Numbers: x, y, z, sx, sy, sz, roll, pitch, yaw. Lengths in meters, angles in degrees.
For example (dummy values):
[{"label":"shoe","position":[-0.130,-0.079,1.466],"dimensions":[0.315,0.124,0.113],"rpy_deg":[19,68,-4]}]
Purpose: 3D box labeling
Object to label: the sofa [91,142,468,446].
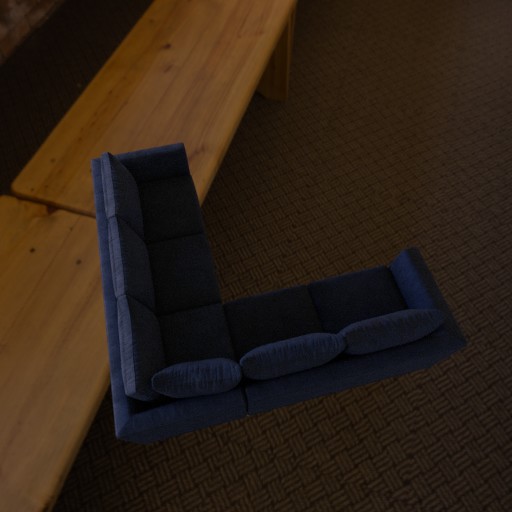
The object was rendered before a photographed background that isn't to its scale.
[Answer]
[{"label":"sofa","position":[0.000,0.000,3.790],"dimensions":[2.472,0.988,2.463],"rpy_deg":[-13,60,-7]}]
